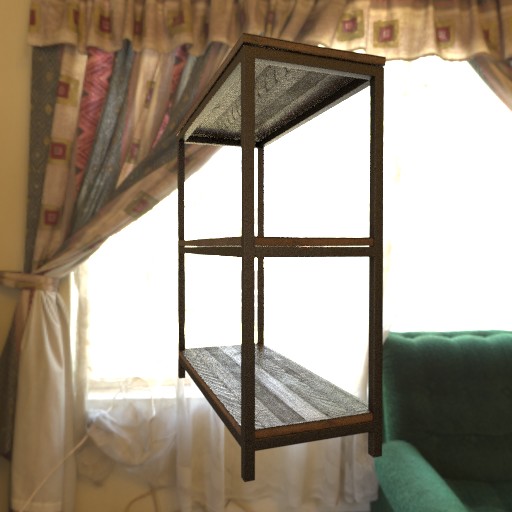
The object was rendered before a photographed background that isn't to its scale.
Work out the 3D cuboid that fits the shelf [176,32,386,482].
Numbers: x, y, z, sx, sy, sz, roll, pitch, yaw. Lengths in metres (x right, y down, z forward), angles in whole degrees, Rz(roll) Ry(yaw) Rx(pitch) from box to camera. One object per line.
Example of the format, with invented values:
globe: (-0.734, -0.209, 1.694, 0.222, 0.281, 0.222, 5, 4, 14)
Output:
shelf: (0.000, 0.000, 1.377, 0.352, 0.947, 0.822, 0, 1, -20)
